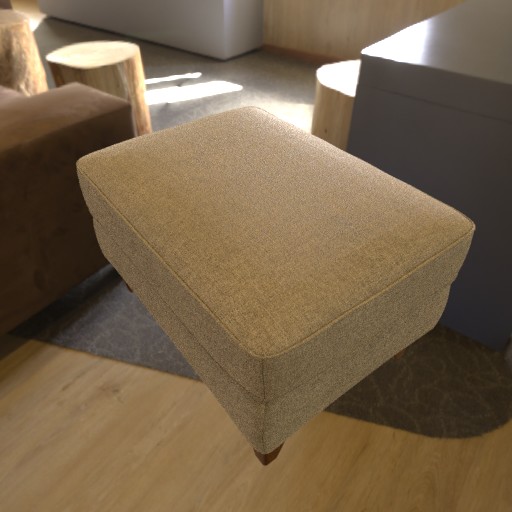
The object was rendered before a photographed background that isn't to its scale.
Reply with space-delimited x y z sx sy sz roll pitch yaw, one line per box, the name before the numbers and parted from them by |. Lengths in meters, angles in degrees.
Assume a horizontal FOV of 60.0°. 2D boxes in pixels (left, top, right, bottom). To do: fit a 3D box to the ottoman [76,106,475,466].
ottoman | 0.000 0.000 1.263 0.661 0.561 0.889 -26 47 -27
